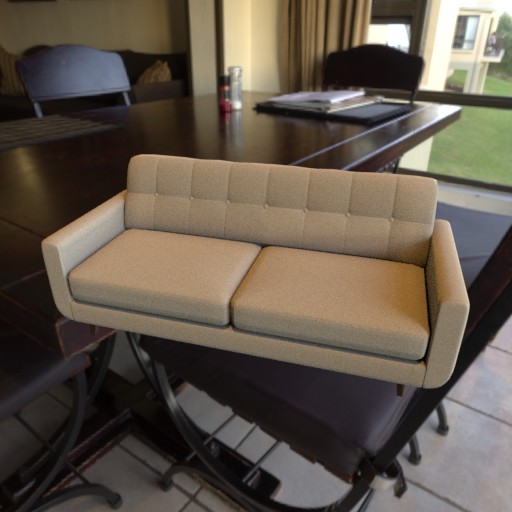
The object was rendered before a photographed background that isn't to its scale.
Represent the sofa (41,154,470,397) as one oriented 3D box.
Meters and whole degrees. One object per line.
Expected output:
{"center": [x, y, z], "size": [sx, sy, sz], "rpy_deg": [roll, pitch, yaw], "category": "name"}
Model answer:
{"center": [0.000, 0.000, 2.574], "size": [2.137, 0.892, 0.980], "rpy_deg": [8, 29, 14], "category": "sofa"}
